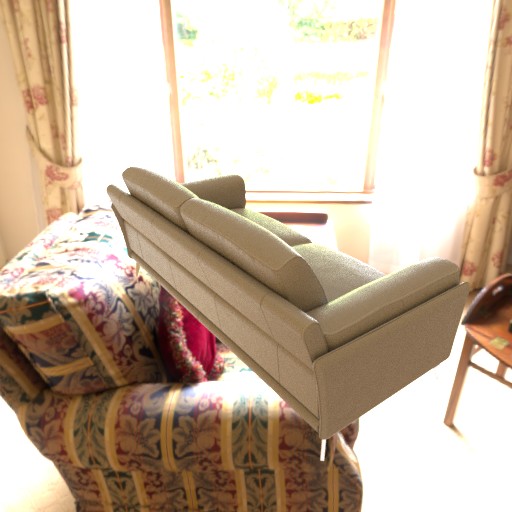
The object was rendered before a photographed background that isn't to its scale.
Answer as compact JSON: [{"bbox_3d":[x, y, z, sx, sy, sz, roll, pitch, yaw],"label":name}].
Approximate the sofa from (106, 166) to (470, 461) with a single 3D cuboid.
[{"bbox_3d":[0.000,0.000,2.643,1.049,0.930,2.101,-18,32,-32],"label":"sofa"}]
